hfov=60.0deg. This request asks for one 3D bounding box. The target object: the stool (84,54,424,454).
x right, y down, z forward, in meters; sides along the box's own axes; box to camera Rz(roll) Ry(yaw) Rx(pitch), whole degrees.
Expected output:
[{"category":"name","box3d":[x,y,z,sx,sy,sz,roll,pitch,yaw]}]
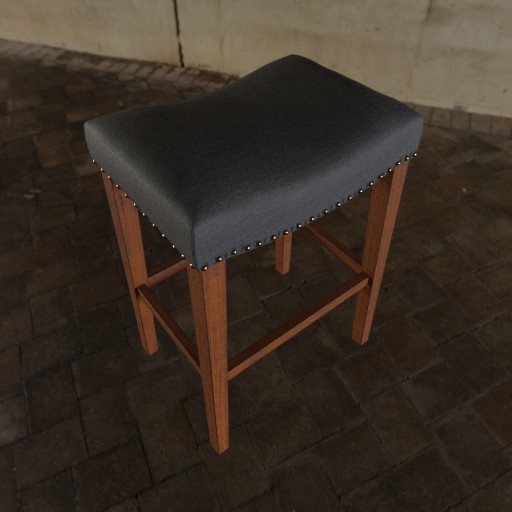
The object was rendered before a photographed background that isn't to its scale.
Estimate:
[{"category":"stool","box3d":[0.000,0.000,0.854,0.439,0.612,0.320,-29,52,-26]}]
